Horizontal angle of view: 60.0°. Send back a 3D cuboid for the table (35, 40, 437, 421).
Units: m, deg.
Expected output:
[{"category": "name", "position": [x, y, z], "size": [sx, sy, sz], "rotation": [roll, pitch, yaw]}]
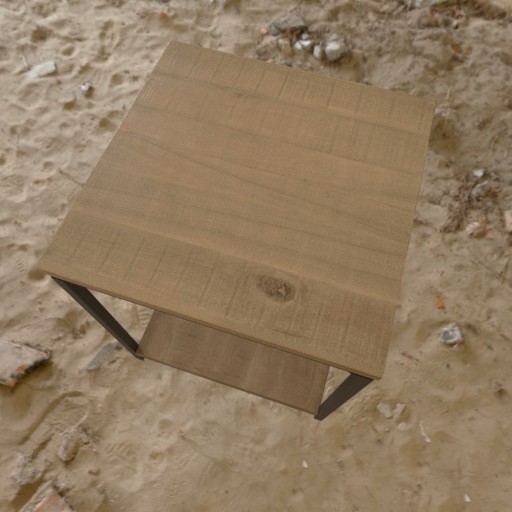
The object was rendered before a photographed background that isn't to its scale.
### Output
[{"category": "table", "position": [0.000, 0.000, 0.975], "size": [0.507, 0.589, 0.503], "rotation": [16, 65, 8]}]
